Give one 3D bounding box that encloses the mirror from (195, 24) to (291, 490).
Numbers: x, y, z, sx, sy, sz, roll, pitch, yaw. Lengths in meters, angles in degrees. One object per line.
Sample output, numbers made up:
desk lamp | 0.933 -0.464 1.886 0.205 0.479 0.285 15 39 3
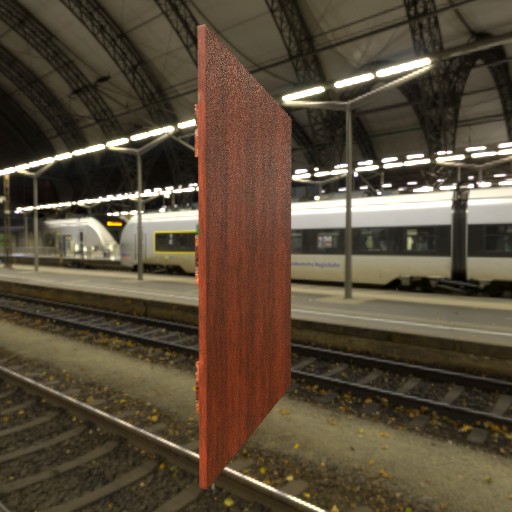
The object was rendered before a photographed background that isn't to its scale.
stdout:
mirror | 0.000 0.000 1.053 0.021 0.805 0.600 1 2 19
